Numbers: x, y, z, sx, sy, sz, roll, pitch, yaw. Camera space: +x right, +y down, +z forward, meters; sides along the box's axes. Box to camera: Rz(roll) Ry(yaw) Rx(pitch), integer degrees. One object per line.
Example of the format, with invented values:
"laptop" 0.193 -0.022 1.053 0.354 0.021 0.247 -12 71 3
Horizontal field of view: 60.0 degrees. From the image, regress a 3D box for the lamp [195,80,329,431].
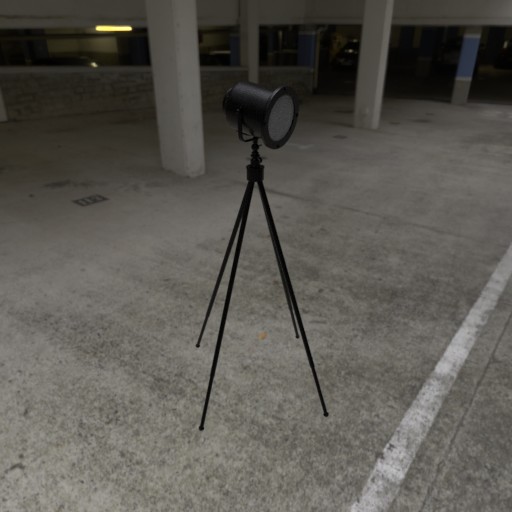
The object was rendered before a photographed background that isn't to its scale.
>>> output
"lamp" 0.000 0.000 2.044 0.884 1.504 0.879 19 34 32
